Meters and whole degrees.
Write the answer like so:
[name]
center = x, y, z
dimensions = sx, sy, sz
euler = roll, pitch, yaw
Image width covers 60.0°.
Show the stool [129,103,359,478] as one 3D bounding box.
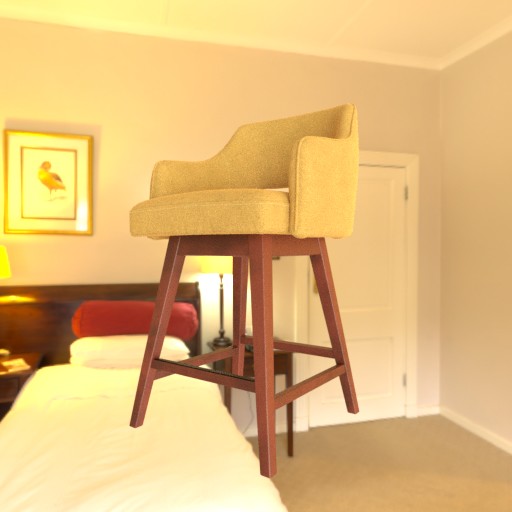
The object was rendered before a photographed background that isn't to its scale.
[stool]
center = 0.000, 0.000, 1.274
dimensions = 0.548, 0.924, 0.558
euler = 1, 2, 36
